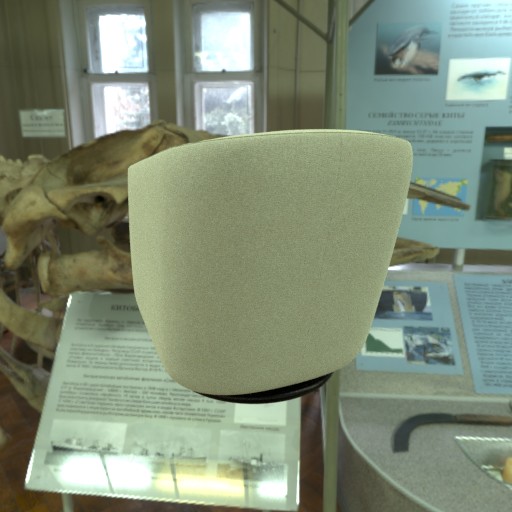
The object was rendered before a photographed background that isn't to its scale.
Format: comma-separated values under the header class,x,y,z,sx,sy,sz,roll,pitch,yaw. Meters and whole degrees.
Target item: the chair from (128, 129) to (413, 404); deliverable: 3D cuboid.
class,x,y,z,sx,sy,sz,roll,pitch,yaw
chair,0.000,0.000,1.635,0.822,0.861,0.986,-6,15,-25
